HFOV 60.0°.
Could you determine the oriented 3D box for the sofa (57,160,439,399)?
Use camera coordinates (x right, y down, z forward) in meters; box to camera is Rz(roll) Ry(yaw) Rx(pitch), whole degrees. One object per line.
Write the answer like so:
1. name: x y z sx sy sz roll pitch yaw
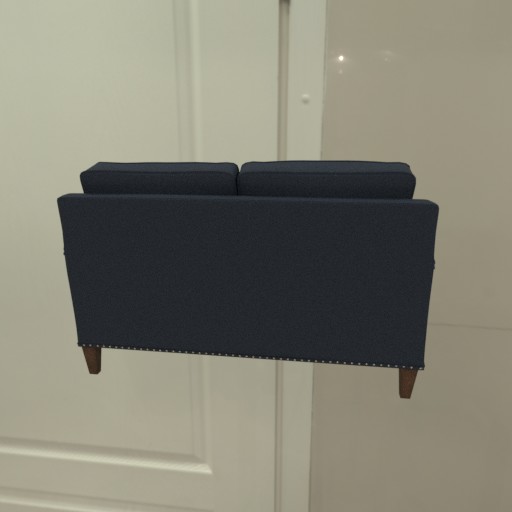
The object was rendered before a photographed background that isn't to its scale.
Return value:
1. sofa: 0.000 0.000 2.301 1.597 1.003 1.084 2 15 8
